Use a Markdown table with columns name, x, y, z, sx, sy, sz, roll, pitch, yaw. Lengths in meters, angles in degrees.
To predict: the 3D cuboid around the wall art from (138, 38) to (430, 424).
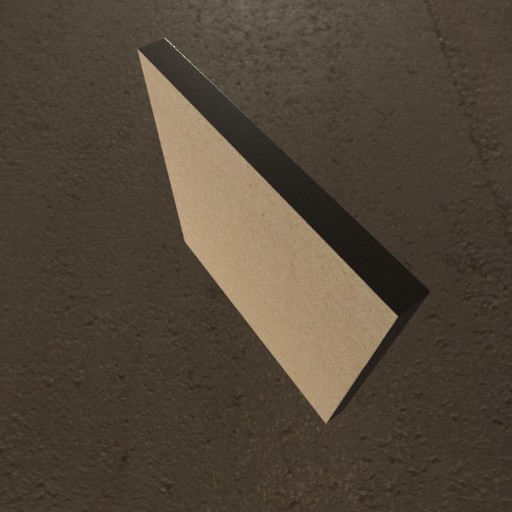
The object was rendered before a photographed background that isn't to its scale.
| name | x | y | z | sx | sy | sz | roll | pitch | yaw |
| --- | --- | --- | --- | --- | --- | --- | --- | --- | --- |
| wall art | 0.000 | 0.000 | 0.474 | 0.029 | 0.318 | 0.327 | -32 | 64 | -18 |
